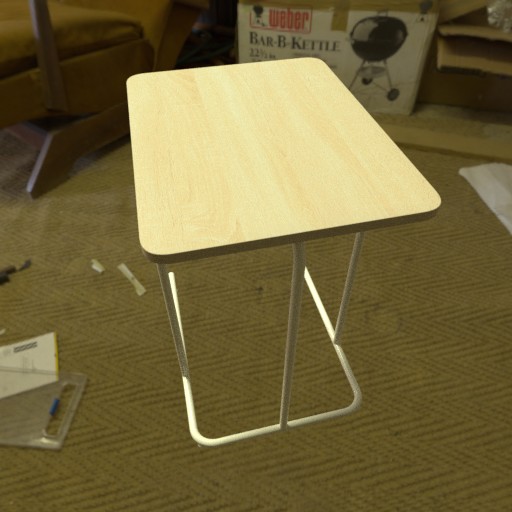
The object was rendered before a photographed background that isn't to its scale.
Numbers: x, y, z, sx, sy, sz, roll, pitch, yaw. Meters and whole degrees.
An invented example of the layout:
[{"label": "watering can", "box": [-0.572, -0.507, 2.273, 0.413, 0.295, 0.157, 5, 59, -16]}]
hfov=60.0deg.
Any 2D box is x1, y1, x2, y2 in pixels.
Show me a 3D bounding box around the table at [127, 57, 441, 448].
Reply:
[{"label": "table", "box": [0.000, 0.000, 0.866, 0.370, 0.550, 0.480, -10, 46, -10]}]
